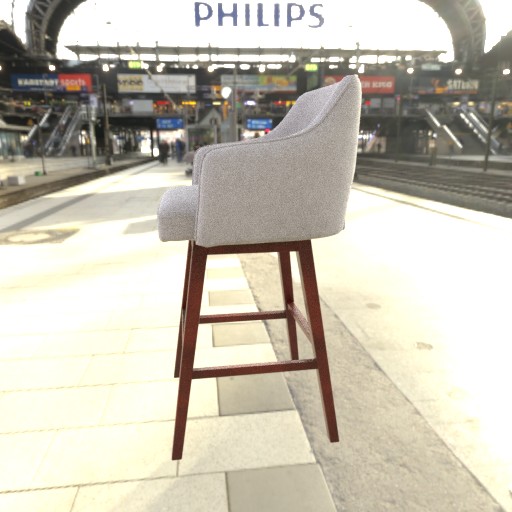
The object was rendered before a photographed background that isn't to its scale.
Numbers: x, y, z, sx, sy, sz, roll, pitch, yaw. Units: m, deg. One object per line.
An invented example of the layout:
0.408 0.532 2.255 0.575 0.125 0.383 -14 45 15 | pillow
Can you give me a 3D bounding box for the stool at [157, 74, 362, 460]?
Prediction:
0.000 0.000 1.353 0.558 1.012 0.548 -2 14 -9 | stool
